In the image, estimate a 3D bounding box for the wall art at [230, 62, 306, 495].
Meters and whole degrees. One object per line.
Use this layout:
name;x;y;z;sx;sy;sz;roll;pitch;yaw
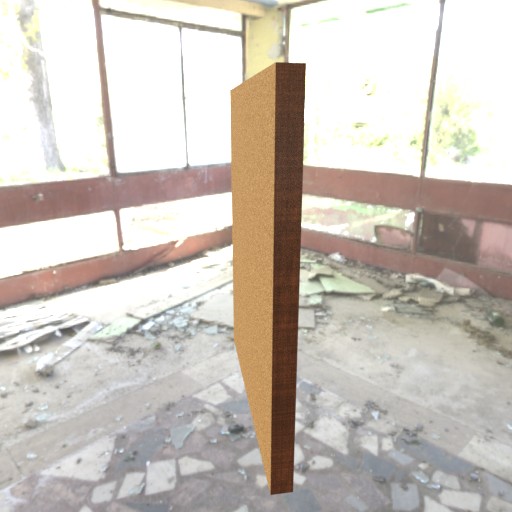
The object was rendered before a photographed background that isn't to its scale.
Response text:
wall art;0.000;0.000;0.769;0.033;0.567;0.467;-3;17;-9
